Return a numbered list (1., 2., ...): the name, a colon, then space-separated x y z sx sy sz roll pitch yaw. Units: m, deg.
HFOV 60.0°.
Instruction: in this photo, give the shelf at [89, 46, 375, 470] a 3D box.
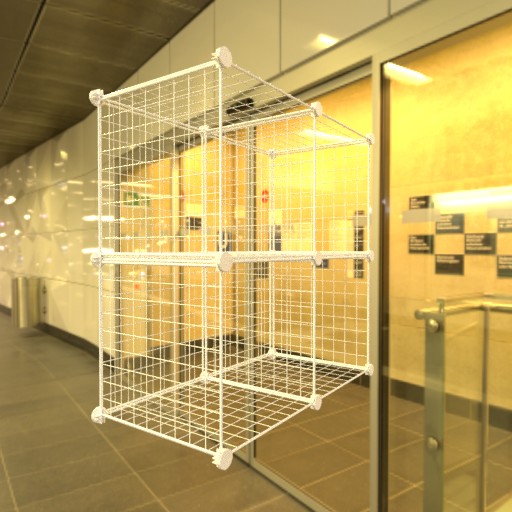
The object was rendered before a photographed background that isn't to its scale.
1. shelf: 0.000 0.000 1.125 0.356 0.711 0.711 1 1 35
